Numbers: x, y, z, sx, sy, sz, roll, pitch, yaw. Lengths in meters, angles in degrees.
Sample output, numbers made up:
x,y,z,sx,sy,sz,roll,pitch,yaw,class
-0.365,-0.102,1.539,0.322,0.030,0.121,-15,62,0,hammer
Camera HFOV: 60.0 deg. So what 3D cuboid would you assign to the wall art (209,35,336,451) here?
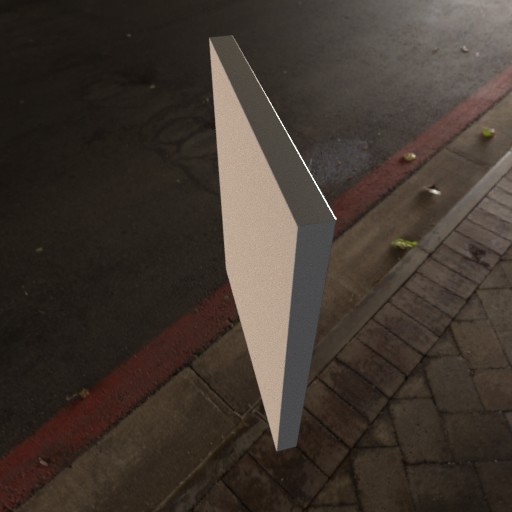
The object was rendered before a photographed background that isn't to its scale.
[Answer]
x,y,z,sx,sy,sz,roll,pitch,yaw,class
0.000,0.000,0.751,0.038,0.549,0.452,-10,47,-10,wall art
